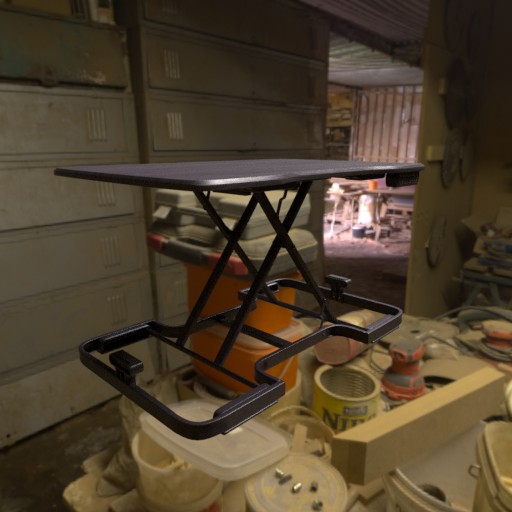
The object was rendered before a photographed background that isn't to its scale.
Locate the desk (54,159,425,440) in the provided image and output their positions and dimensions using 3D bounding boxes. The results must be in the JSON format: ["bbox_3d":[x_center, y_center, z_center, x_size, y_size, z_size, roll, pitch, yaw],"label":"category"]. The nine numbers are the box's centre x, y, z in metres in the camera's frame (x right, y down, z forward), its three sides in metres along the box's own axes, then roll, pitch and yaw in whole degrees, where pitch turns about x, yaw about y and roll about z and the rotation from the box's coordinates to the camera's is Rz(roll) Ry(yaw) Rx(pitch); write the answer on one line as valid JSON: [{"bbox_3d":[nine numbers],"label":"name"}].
[{"bbox_3d":[0.000,0.000,1.169,0.546,0.470,0.820,13,20,42],"label":"desk"}]
